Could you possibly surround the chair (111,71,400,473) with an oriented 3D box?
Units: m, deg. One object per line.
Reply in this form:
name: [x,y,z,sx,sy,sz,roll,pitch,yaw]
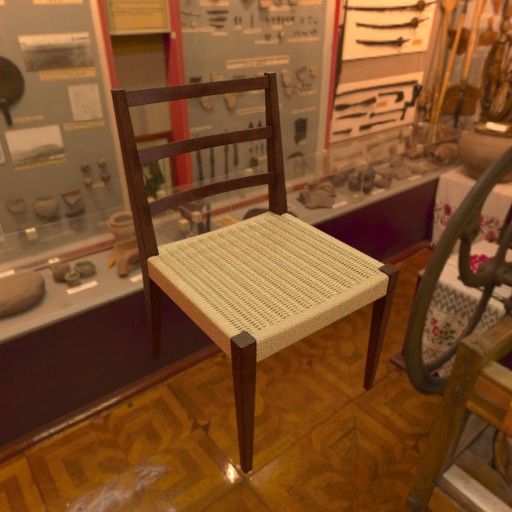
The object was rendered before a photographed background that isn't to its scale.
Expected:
chair: [0.000,0.000,1.163,0.480,0.813,0.551,-20,36,-31]
